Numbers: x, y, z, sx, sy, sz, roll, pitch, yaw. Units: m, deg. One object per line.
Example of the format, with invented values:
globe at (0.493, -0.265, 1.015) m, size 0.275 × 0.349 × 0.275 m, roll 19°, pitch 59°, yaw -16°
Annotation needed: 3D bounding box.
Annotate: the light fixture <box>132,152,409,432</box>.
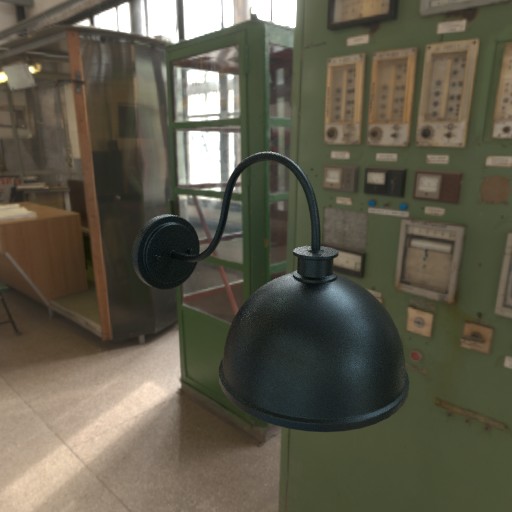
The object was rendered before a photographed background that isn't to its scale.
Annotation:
light fixture at (0.000, 0.000, 0.643) m, size 0.467 × 0.295 × 0.253 m, roll 14°, pitch 20°, yaw 43°
